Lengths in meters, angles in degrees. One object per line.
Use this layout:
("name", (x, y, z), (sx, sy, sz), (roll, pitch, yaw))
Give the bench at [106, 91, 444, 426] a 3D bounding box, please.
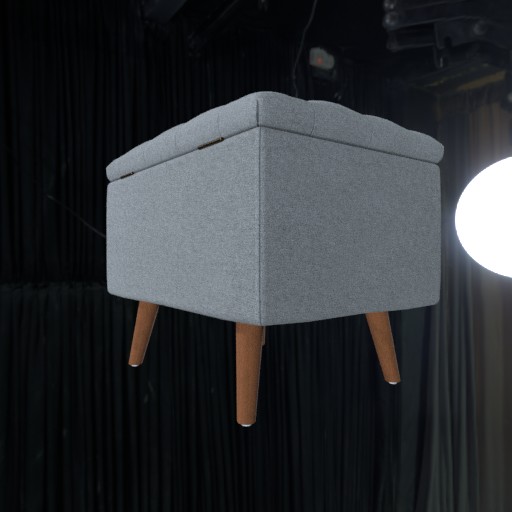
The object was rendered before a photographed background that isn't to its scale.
("bench", (0.000, 0.000, 0.883), (0.417, 0.469, 0.572), (0, 0, -37))
